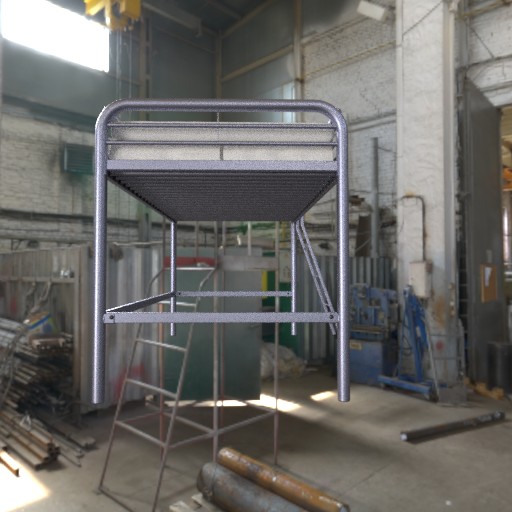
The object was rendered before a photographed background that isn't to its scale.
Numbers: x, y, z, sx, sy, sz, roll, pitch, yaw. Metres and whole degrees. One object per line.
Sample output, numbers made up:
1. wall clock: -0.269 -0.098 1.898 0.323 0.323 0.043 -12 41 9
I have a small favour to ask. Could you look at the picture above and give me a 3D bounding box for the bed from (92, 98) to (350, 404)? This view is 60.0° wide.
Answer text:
1. bed: 0.000 0.000 2.847 1.415 1.288 1.965 0 -2 -1
